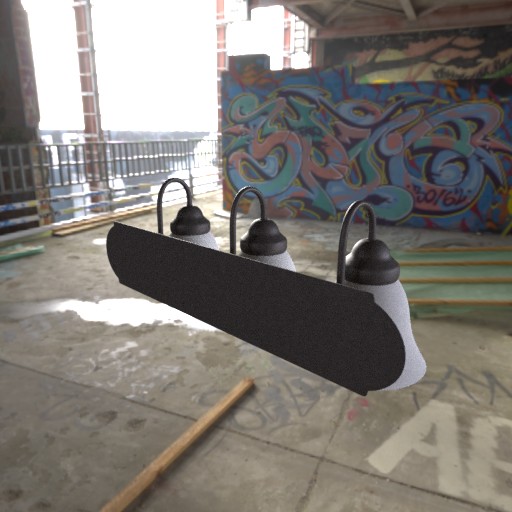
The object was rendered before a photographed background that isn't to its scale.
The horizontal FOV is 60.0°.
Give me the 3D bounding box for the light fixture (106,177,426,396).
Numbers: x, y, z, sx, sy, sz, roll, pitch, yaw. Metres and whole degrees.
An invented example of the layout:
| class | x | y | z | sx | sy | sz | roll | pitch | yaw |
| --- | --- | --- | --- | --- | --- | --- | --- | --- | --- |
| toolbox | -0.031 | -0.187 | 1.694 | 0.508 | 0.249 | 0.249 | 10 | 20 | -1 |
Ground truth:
| class | x | y | z | sx | sy | sz | roll | pitch | yaw |
| --- | --- | --- | --- | --- | --- | --- | --- | --- | --- |
| light fixture | 0.000 | 0.000 | 0.703 | 0.610 | 0.222 | 0.199 | 15 | 22 | 43 |
